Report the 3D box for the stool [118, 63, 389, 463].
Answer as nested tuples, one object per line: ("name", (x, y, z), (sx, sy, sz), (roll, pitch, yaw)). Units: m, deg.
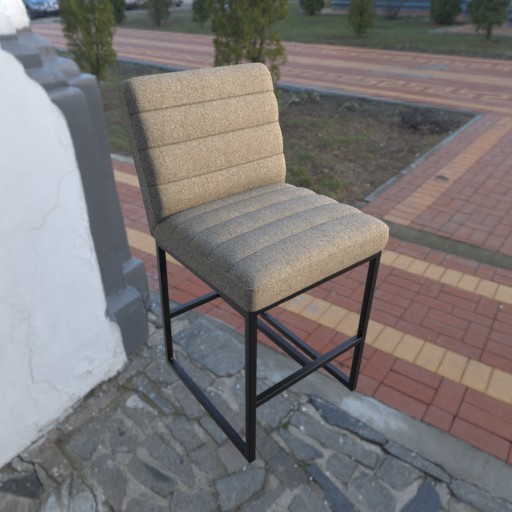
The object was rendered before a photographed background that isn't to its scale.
("stool", (0.000, 0.000, 1.266), (0.460, 0.940, 0.560), (-22, 38, -31))
